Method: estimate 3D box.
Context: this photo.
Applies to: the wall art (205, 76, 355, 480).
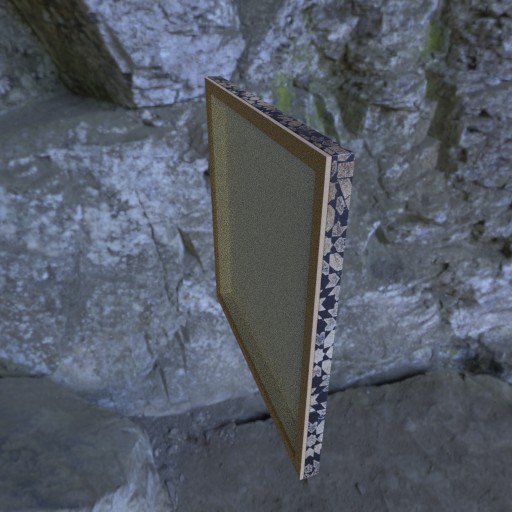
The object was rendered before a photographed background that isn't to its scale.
[{"bbox_3d":[0.000,0.000,0.916,0.038,0.612,0.612,-10,32,-16],"label":"wall art"}]
